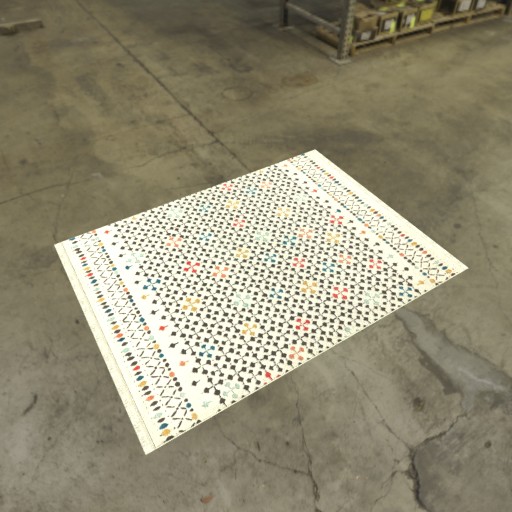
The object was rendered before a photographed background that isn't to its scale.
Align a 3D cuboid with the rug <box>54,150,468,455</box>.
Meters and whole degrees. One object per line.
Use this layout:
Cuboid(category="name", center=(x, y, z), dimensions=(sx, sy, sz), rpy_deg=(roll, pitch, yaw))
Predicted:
Cuboid(category="rug", center=(0.000, 0.000, 2.062), dimensions=(1.556, 0.006, 1.146), rpy_deg=(-24, 51, -22))
